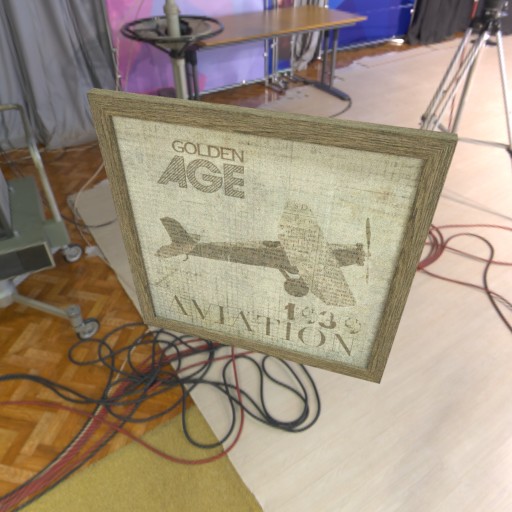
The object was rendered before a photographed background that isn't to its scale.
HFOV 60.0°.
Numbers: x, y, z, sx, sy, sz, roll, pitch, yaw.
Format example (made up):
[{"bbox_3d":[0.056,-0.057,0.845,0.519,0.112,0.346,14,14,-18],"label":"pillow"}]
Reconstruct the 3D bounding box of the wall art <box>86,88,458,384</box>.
[{"bbox_3d":[0.000,0.000,0.755,0.508,0.508,0.019,12,42,13],"label":"wall art"}]
